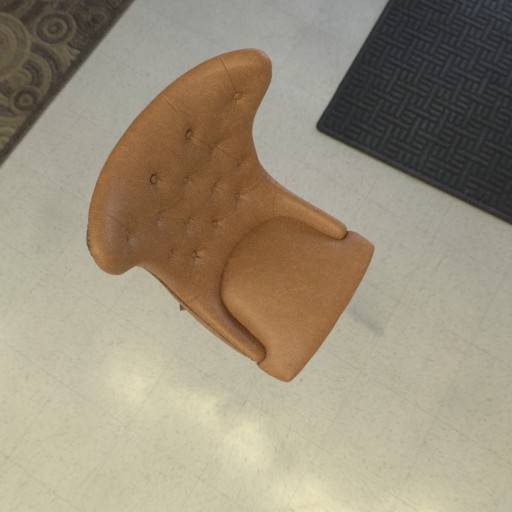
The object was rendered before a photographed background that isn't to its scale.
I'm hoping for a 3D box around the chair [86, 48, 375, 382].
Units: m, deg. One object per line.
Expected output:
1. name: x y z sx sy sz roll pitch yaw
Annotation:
1. chair: 0.000 0.000 1.421 0.669 1.065 0.611 34 78 8
